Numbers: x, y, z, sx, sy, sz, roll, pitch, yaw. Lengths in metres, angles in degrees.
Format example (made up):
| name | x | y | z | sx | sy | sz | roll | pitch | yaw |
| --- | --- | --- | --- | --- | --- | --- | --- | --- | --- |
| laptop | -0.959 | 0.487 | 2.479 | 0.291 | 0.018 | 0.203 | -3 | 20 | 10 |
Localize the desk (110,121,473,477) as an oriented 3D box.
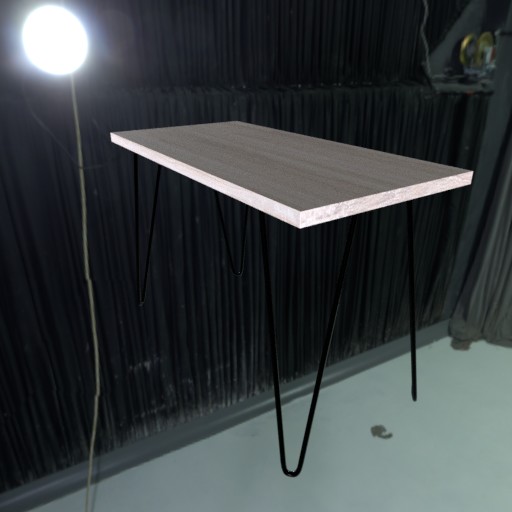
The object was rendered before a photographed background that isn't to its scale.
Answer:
| name | x | y | z | sx | sy | sz | roll | pitch | yaw |
| --- | --- | --- | --- | --- | --- | --- | --- | --- | --- |
| desk | 0.000 | 0.000 | 1.371 | 0.499 | 0.660 | 0.991 | -16 | 29 | -31 |
